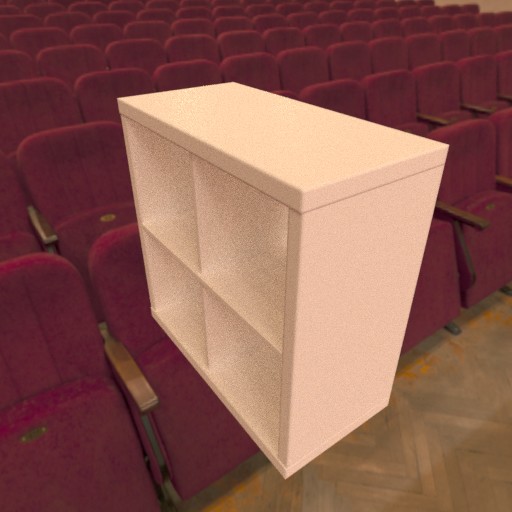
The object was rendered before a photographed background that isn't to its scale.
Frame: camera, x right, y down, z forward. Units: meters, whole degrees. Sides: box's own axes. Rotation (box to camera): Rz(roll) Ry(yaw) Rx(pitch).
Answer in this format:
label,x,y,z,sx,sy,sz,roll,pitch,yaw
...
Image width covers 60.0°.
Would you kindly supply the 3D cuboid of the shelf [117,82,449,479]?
label,x,y,z,sx,sy,sz,roll,pitch,yaw
shelf,0.000,0.000,1.277,0.390,0.786,0.790,-21,38,-30
